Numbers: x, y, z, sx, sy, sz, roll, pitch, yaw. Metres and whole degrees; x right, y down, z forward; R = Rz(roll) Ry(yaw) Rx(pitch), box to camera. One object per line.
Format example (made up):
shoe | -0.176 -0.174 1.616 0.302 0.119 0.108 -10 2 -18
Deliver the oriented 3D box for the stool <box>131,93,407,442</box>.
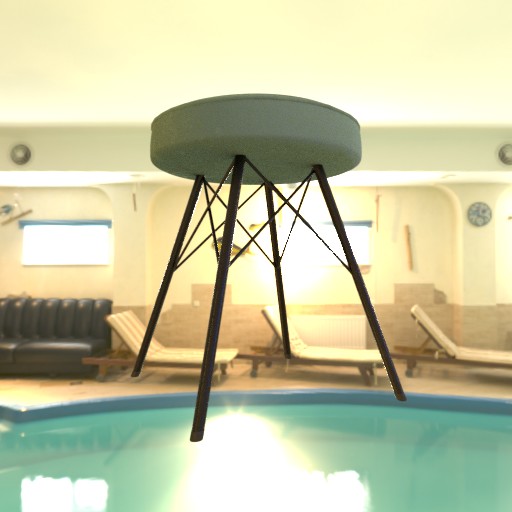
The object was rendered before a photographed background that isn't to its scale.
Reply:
stool | 0.000 0.000 0.877 0.458 0.519 0.457 0 -1 -19
